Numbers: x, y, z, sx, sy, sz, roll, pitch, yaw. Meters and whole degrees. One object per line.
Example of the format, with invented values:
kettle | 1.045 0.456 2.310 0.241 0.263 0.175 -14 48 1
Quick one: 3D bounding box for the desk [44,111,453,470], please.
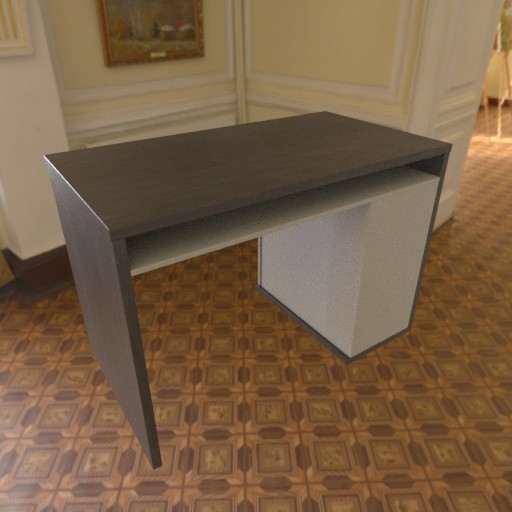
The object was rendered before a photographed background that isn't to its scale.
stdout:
desk | 0.000 0.000 1.537 1.100 0.750 0.600 -18 34 -29
